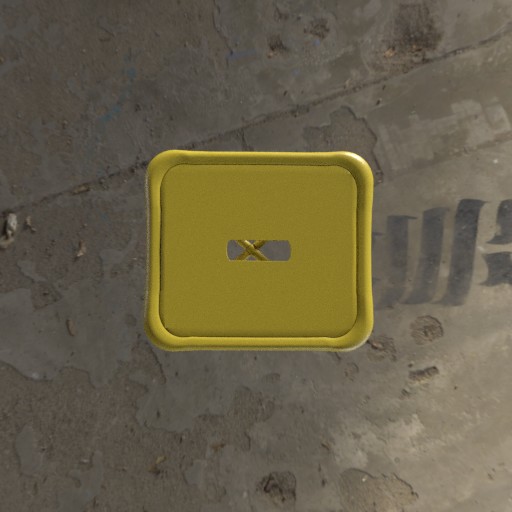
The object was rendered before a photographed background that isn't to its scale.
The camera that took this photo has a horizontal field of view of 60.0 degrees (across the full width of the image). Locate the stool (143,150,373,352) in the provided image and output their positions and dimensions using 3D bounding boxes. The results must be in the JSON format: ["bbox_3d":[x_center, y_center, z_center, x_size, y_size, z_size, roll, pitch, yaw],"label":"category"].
[{"bbox_3d":[0.000,0.000,0.859,0.399,0.609,0.359,0,89,-1],"label":"stool"}]
